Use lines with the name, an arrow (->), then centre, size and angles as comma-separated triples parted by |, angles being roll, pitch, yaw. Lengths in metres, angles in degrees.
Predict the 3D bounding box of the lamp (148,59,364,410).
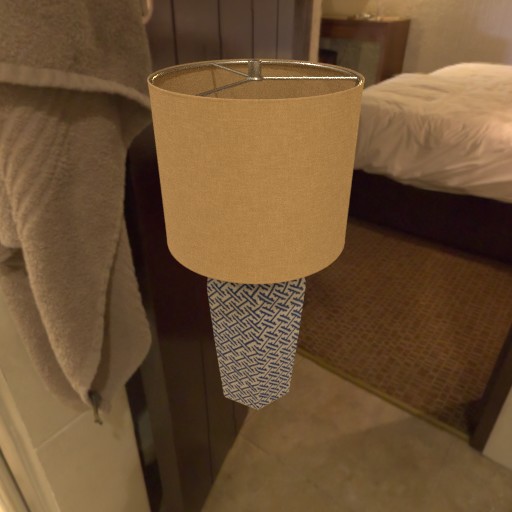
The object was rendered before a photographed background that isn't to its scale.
lamp -> 0.000, 0.000, 0.836 | 0.320, 0.682, 0.320 | 0, 32, 0
